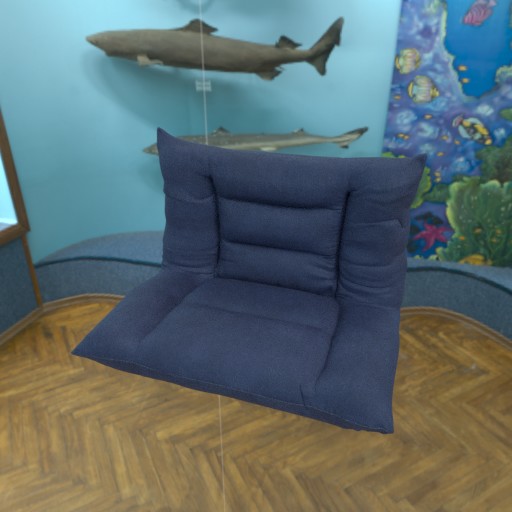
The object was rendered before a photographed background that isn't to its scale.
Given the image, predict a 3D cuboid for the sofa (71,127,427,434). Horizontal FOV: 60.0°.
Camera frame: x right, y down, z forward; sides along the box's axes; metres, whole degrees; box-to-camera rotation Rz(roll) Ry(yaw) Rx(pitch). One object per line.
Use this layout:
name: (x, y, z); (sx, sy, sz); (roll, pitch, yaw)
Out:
sofa: (0.000, 0.000, 1.664); (1.122, 0.778, 0.849); (9, 28, 17)
